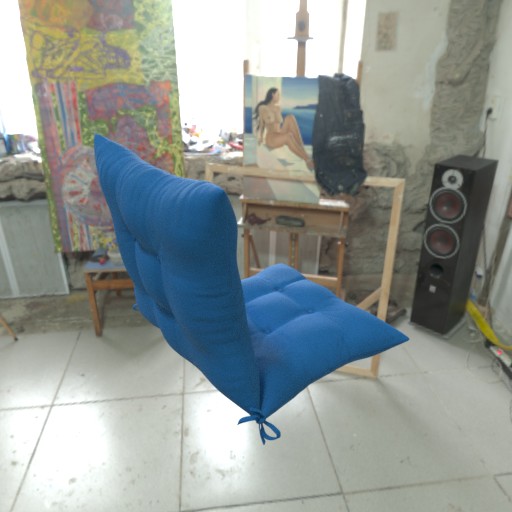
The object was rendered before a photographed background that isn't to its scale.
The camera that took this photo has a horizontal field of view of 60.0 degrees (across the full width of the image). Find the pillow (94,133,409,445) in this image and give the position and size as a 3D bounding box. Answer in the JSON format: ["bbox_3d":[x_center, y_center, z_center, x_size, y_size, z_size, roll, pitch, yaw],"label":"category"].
[{"bbox_3d":[0.000,0.000,1.025,0.585,0.536,0.541,-18,31,-33],"label":"pillow"}]
